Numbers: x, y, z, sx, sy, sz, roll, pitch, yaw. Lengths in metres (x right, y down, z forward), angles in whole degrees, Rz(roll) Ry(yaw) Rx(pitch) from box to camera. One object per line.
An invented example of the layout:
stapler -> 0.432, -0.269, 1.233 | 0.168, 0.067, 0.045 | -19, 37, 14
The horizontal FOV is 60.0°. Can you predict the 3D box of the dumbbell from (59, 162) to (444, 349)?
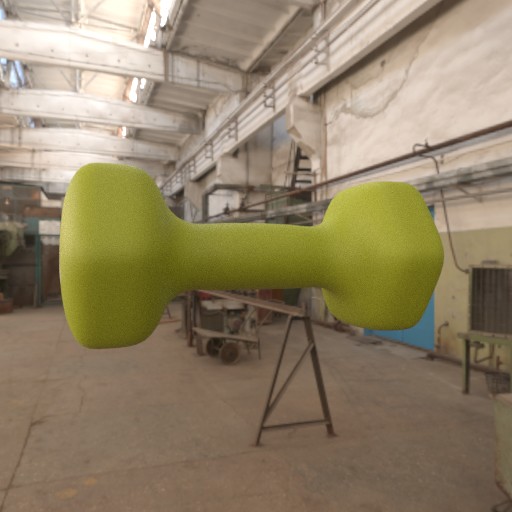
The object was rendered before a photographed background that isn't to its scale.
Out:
dumbbell -> 0.000, 0.000, 0.204 | 0.164, 0.072, 0.080 | 0, 0, -18
